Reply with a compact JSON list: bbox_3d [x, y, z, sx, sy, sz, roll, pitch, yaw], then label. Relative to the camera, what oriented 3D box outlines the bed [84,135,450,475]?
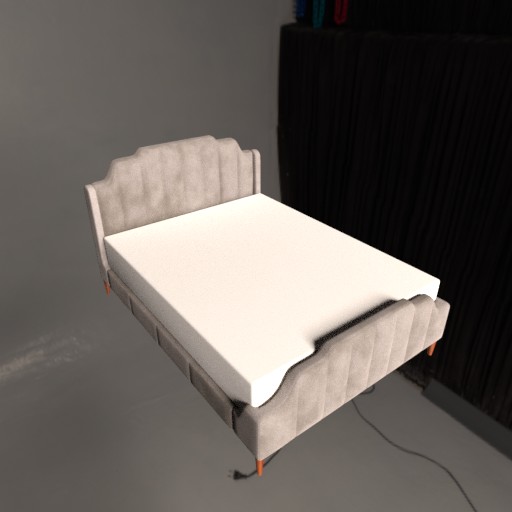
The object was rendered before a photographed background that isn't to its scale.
[{"bbox_3d":[0.000,0.000,3.332,1.676,1.245,2.340,-20,35,-32],"label":"bed"}]
